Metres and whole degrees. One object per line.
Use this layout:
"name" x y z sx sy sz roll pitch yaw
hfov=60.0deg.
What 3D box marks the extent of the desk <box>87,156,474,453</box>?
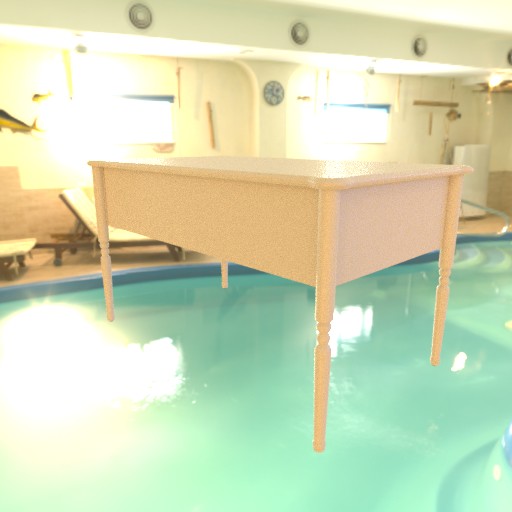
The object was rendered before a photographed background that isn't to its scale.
"desk" 0.000 0.000 1.839 0.807 0.762 1.380 -14 20 -42
